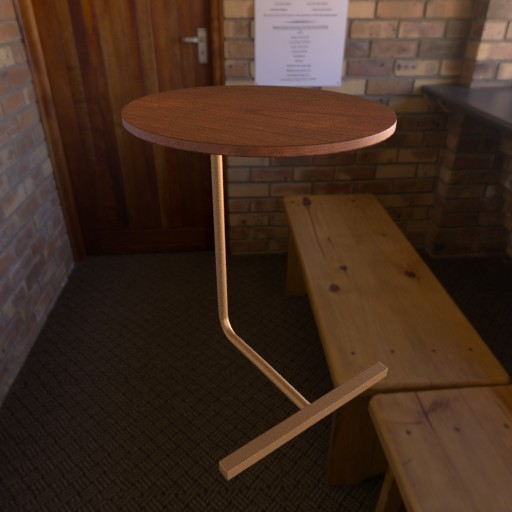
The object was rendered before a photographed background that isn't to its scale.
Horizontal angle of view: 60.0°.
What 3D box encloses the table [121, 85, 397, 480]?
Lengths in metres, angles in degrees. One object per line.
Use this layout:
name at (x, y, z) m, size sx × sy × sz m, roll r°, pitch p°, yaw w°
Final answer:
table at (0.000, 0.000, 1.089) m, size 0.530 × 0.706 × 0.577 m, roll -20°, pitch 35°, yaw -31°
